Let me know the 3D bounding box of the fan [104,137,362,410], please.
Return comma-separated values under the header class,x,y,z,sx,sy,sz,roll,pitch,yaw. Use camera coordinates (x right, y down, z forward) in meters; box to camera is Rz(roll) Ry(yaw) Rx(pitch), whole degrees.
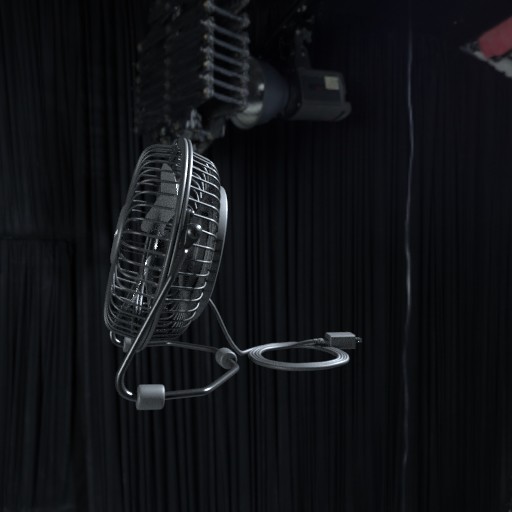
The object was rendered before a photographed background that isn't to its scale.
class,x,y,z,sx,sy,sz,roll,pitch,yaw
fan,0.000,0.000,0.310,0.202,0.152,0.153,0,0,-19
